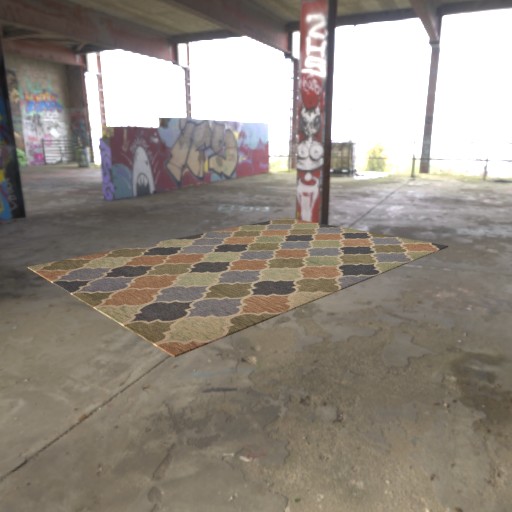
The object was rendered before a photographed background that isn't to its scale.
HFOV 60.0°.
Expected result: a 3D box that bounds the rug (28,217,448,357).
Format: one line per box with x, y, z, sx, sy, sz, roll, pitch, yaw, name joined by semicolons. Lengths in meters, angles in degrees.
0.000;0.000;2.290;1.828;0.006;1.216;-15;21;-42;rug
